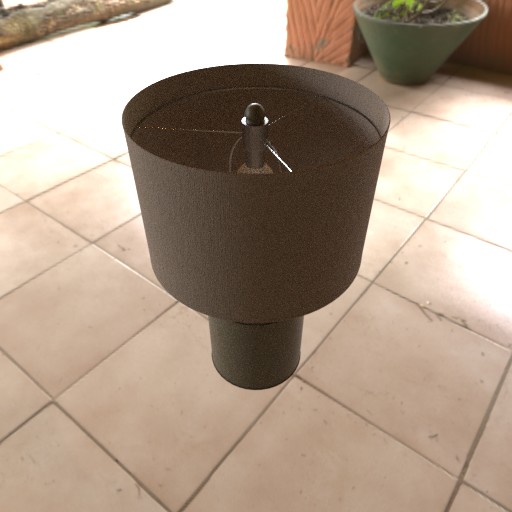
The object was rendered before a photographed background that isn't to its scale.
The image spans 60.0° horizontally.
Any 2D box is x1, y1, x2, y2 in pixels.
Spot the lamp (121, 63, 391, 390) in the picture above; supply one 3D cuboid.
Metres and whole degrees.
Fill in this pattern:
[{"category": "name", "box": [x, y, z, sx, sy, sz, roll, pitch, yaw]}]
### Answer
[{"category": "lamp", "box": [0.000, 0.000, 0.694, 0.318, 0.486, 0.318, 0, 41, 0]}]
